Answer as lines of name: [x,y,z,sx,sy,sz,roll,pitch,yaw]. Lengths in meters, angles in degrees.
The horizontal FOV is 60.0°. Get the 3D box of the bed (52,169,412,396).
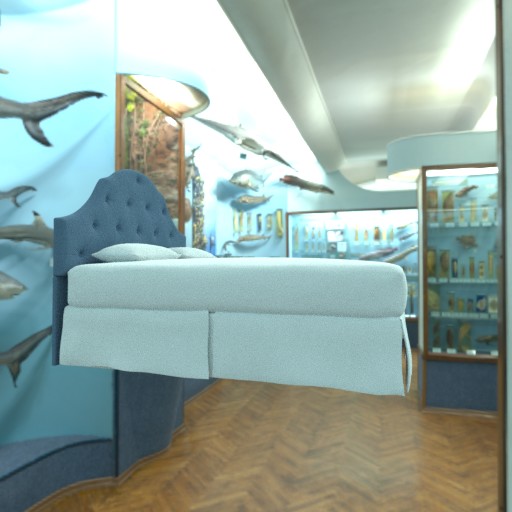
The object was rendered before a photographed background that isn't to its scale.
bed: [0.000,0.000,3.769,2.477,1.617,2.039,0,-1,18]
